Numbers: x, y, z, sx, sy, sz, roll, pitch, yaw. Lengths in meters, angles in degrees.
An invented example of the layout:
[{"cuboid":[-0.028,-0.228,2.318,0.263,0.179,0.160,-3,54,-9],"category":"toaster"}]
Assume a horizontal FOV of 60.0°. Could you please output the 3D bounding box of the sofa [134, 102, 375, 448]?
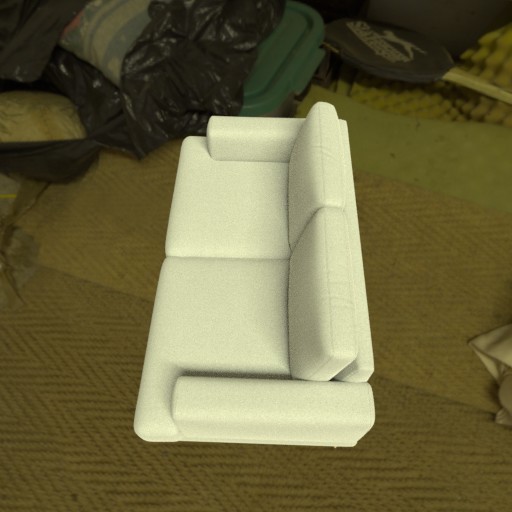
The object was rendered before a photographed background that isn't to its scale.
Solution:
[{"cuboid":[0.000,0.000,2.120,0.915,0.810,1.651,2,58,1],"category":"sofa"}]
